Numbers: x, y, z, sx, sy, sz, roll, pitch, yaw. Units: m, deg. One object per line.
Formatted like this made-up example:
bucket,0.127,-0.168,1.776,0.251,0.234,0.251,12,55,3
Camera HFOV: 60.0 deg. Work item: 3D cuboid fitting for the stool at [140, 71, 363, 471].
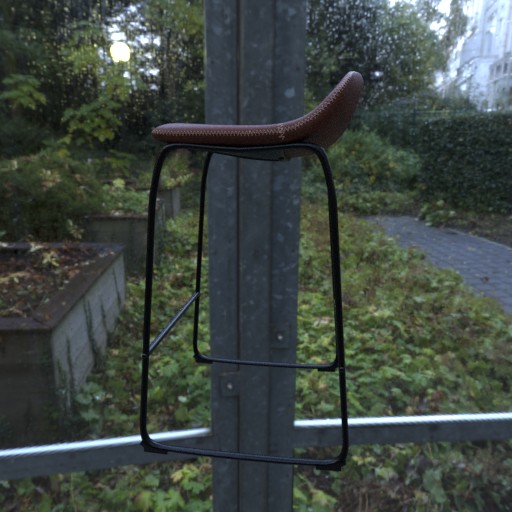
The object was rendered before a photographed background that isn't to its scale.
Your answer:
stool,0.000,0.000,1.100,0.473,0.830,0.454,2,14,8
